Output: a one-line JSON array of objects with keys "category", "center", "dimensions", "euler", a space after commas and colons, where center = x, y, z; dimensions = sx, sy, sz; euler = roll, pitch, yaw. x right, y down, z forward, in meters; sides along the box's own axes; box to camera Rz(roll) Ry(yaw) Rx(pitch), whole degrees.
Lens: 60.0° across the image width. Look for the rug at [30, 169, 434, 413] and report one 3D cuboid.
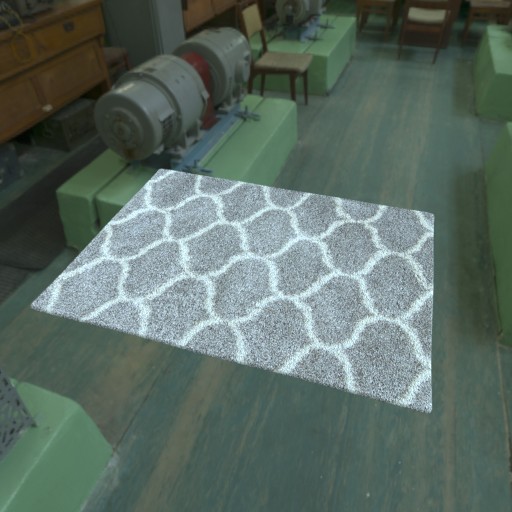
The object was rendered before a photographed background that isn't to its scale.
[{"category": "rug", "center": [0.000, 0.000, 2.093], "dimensions": [1.600, 0.025, 1.200], "euler": [11, 42, 13]}]
